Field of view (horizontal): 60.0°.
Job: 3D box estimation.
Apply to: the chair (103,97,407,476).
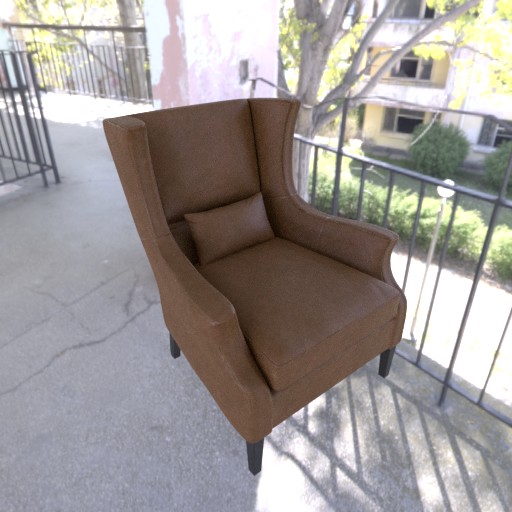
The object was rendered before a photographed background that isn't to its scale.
[{"bbox_3d":[0.000,0.000,1.682,0.852,1.016,0.925,-22,36,-34],"label":"chair"}]
